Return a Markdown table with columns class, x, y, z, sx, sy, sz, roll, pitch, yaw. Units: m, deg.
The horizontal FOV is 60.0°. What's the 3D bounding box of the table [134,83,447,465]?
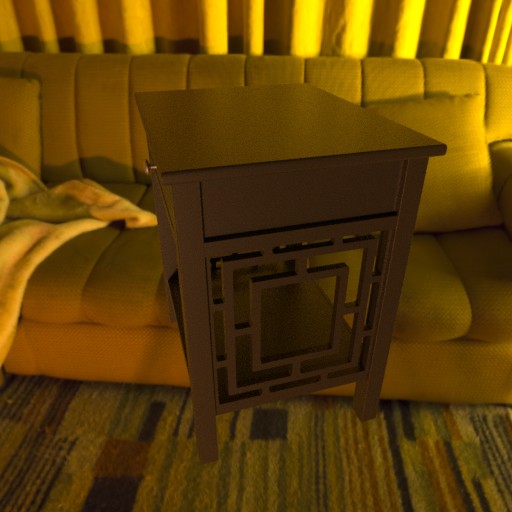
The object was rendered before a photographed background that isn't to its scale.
| class | x | y | z | sx | sy | sz | roll | pitch | yaw |
| --- | --- | --- | --- | --- | --- | --- | --- | --- | --- |
| table | 0.000 | 0.000 | 1.026 | 0.451 | 0.646 | 0.564 | -9 | 32 | -14 |
